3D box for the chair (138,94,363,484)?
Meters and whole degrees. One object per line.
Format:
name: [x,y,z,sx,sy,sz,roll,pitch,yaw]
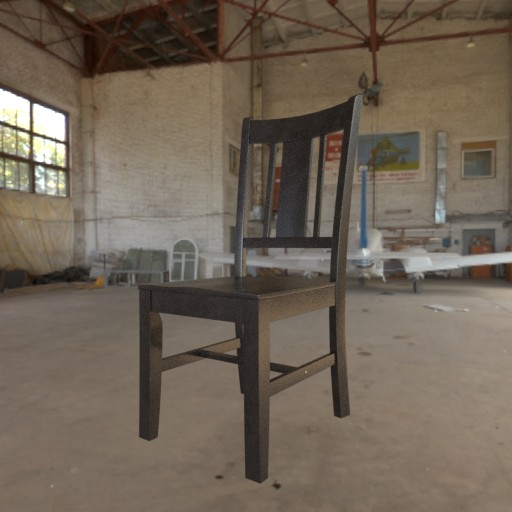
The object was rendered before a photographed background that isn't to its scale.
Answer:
chair: [0.000,0.000,1.309,0.450,0.998,0.555,1,2,36]
